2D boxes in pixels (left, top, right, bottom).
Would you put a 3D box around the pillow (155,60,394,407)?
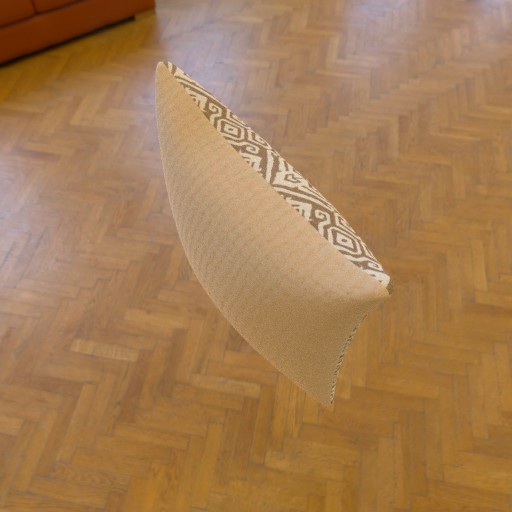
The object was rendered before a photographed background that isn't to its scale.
[{"bbox_3d":[0.000,0.000,0.650,0.173,0.407,0.419,-32,64,-18],"label":"pillow"}]
